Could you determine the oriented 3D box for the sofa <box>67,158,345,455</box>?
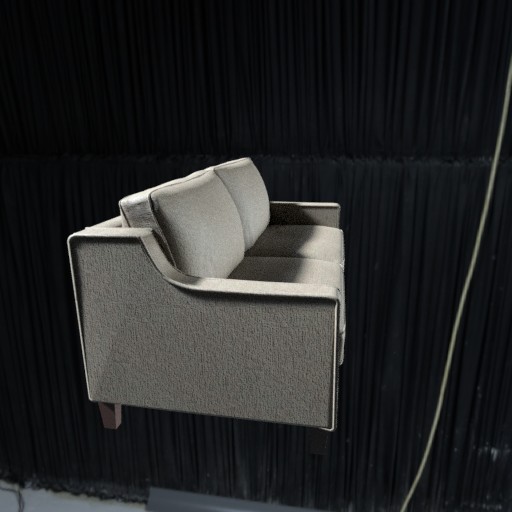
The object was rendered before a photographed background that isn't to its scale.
[{"bbox_3d":[0.000,0.000,2.717,1.073,1.074,2.181,3,16,10],"label":"sofa"}]
